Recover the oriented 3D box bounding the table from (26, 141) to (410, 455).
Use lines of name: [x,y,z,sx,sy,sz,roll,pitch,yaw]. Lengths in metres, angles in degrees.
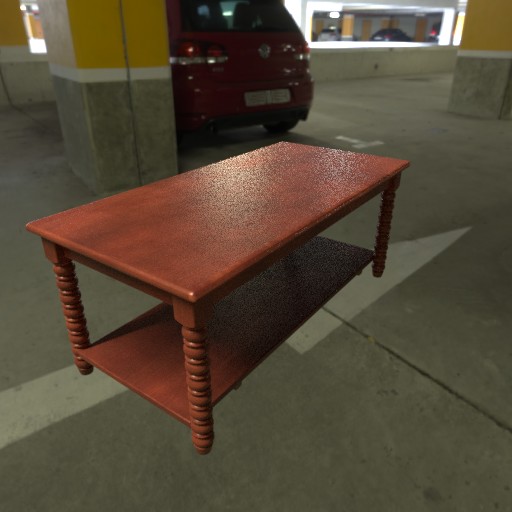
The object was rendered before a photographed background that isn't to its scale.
table: [0.000,0.000,1.479,0.580,0.485,1.171,18,32,32]
